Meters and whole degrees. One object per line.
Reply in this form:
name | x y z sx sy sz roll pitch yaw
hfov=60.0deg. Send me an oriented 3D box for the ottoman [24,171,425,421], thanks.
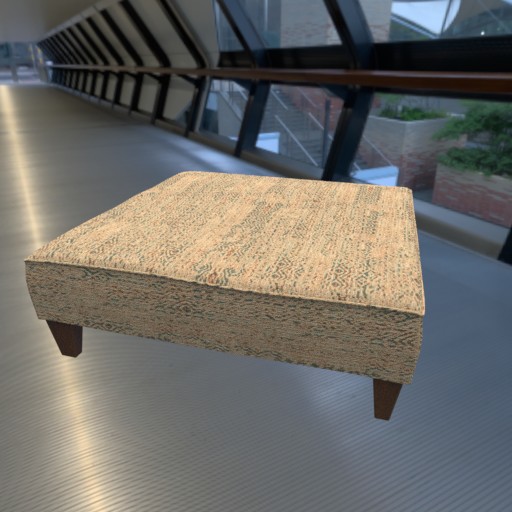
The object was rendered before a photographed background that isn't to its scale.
ottoman | 0.000 0.000 1.500 1.004 0.356 0.968 7 25 15
